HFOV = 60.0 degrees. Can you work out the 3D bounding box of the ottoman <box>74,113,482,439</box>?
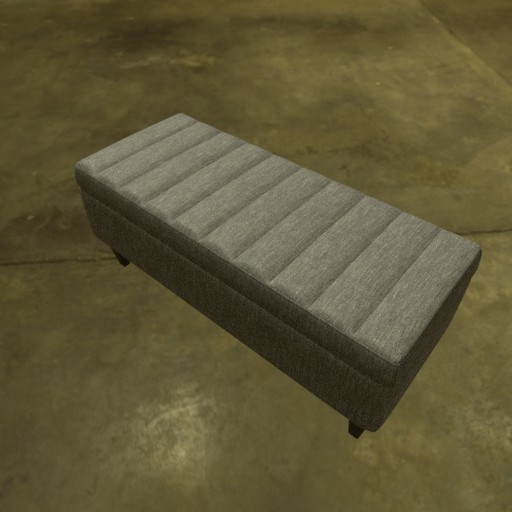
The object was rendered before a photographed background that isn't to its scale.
[{"bbox_3d":[0.000,0.000,1.408,1.151,0.469,0.482,31,52,28],"label":"ottoman"}]
